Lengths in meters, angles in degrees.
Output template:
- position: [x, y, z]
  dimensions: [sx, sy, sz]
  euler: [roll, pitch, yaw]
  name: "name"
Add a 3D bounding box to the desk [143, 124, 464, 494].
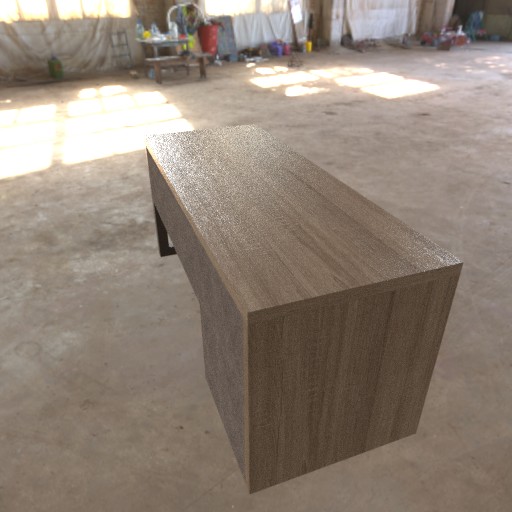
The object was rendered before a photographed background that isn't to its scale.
- position: [0.000, 0.000, 2.059]
  dimensions: [0.690, 0.760, 1.700]
  euler: [-11, 32, -18]
  name: "desk"
